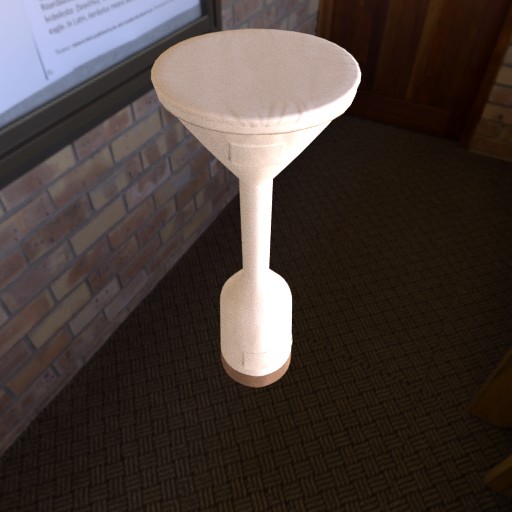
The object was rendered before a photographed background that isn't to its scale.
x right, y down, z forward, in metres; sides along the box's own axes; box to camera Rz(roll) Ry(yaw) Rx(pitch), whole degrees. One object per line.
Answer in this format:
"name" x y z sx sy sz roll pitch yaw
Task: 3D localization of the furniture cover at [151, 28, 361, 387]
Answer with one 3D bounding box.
"furniture cover" 0.000 0.000 2.814 0.914 2.413 0.914 -3 46 -2
